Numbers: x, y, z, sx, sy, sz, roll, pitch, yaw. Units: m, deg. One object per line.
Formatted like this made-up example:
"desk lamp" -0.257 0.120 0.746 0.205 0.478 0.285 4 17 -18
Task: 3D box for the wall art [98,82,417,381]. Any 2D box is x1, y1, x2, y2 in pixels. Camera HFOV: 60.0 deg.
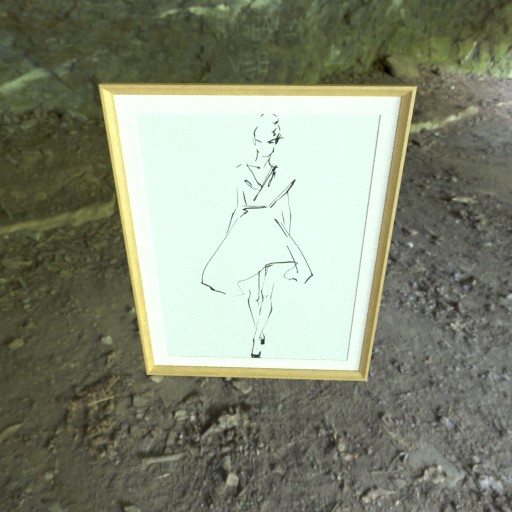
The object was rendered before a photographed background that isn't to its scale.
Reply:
"wall art" 0.000 0.000 1.372 0.798 1.002 0.030 1 30 2
